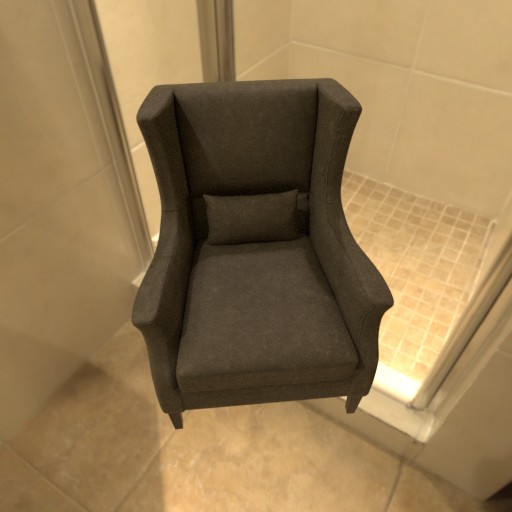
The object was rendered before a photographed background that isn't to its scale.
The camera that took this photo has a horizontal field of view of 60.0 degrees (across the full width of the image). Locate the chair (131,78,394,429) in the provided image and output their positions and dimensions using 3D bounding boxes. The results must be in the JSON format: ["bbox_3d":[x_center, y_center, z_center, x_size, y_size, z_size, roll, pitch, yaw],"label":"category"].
[{"bbox_3d":[0.000,0.000,1.698,0.853,1.016,0.926,-4,46,-4],"label":"chair"}]
